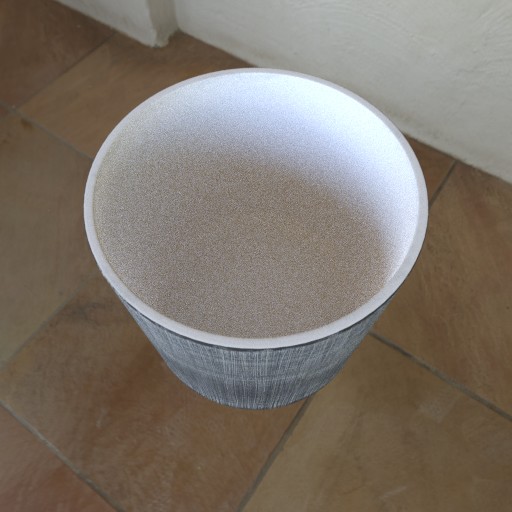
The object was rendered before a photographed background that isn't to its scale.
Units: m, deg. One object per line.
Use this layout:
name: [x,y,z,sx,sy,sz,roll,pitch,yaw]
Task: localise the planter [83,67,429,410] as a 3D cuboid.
planter: [0.000,0.000,0.376,0.221,0.201,0.221,0,62,0]
